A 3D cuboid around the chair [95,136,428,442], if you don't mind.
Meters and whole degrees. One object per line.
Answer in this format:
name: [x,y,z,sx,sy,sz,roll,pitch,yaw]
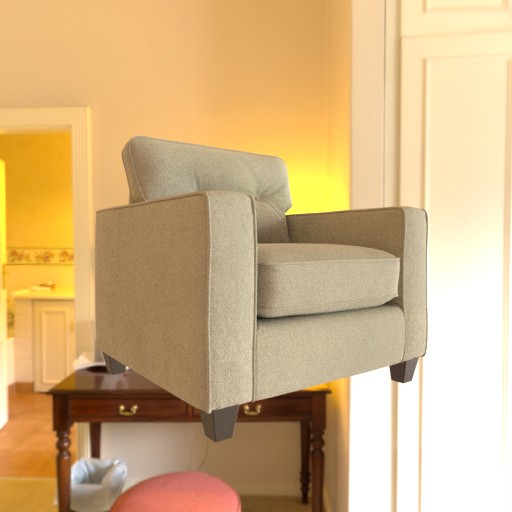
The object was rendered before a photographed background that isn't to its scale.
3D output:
chair: [0.000,0.000,1.766,1.015,0.965,0.939,-1,2,-37]
